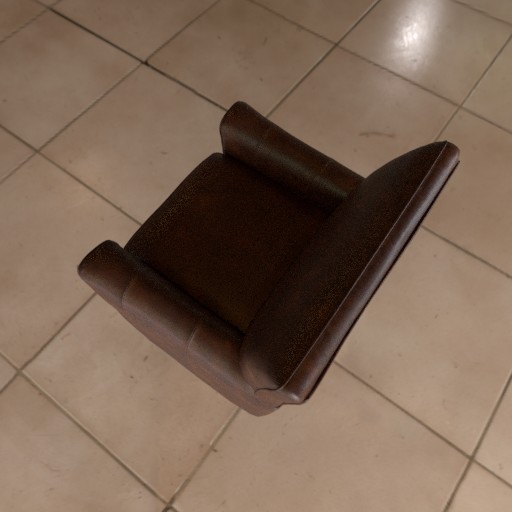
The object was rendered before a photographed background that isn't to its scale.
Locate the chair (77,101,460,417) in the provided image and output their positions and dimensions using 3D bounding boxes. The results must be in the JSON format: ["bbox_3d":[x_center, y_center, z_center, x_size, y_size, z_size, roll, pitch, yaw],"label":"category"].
[{"bbox_3d":[0.000,0.000,1.566,0.823,0.943,0.870,33,69,14],"label":"chair"}]
